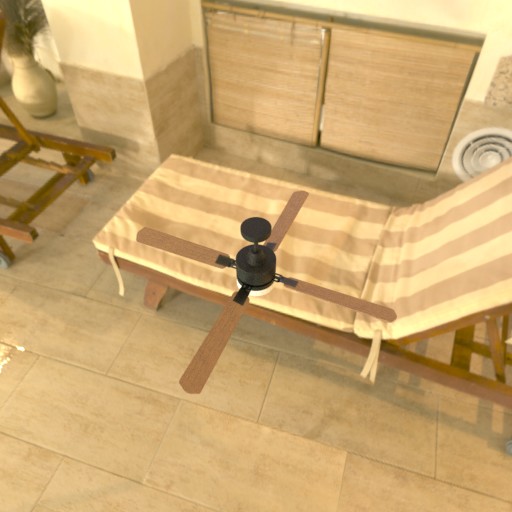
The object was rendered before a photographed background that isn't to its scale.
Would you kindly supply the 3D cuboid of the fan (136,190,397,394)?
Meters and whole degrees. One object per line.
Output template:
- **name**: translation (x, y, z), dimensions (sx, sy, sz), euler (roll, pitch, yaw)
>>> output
- **fan**: translation (0.000, 0.000, 2.009), dimensions (1.320, 0.355, 1.320), euler (18, 49, 16)
